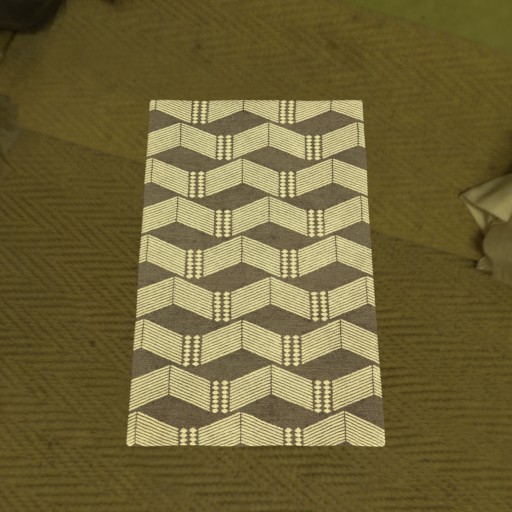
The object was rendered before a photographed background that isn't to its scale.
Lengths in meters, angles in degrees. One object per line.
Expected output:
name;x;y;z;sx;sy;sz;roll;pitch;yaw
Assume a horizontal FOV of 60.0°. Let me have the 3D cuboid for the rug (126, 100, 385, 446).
rug;0.000;0.000;2.297;1.210;0.016;1.833;0;76;0
